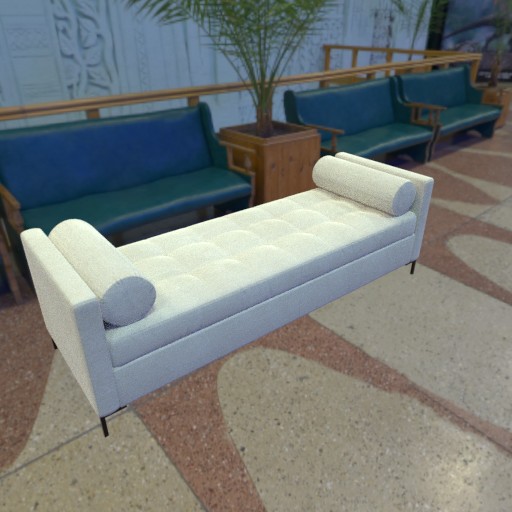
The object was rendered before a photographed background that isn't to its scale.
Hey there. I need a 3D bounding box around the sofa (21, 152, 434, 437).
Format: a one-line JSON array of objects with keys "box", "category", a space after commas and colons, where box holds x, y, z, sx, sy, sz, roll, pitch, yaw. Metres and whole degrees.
[{"box": [0.000, 0.000, 2.290, 1.981, 0.635, 0.686, -21, 35, -33], "category": "sofa"}]
